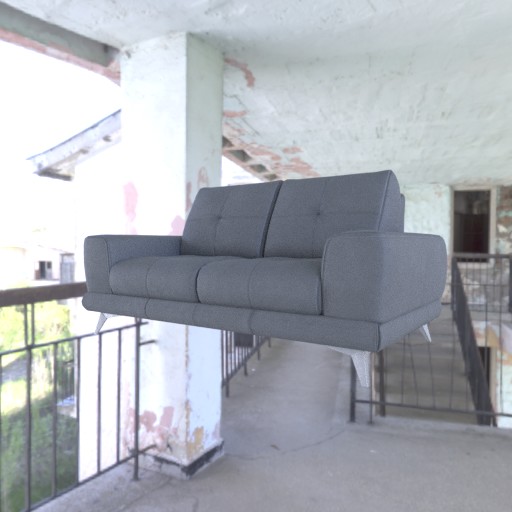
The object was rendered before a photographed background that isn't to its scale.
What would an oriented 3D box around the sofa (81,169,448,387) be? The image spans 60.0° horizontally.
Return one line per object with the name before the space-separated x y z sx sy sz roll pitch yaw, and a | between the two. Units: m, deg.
sofa | 0.000 0.000 2.442 1.806 0.907 1.018 1 2 35
